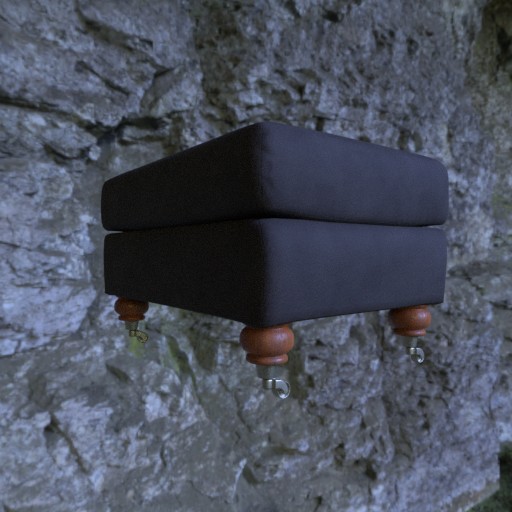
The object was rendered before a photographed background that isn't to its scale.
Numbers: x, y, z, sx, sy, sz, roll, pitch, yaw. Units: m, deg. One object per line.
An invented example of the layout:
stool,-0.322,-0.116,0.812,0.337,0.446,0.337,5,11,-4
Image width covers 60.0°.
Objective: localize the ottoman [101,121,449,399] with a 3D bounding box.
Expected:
ottoman,0.000,0.000,1.138,0.574,0.497,0.773,0,0,-37
